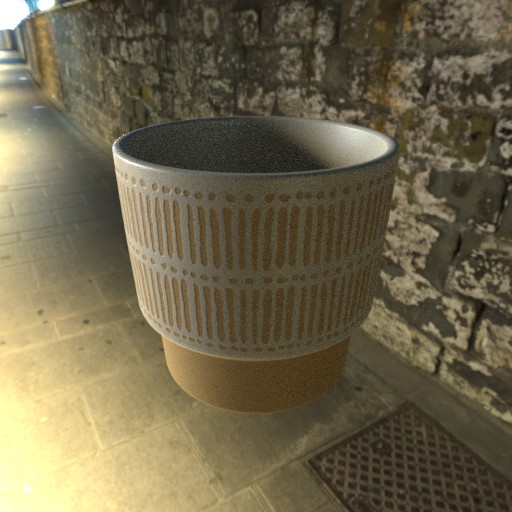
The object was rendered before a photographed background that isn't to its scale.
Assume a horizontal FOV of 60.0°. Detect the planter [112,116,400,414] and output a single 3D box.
[{"bbox_3d":[0.000,0.000,0.573,0.317,0.303,0.317,0,26,0],"label":"planter"}]
